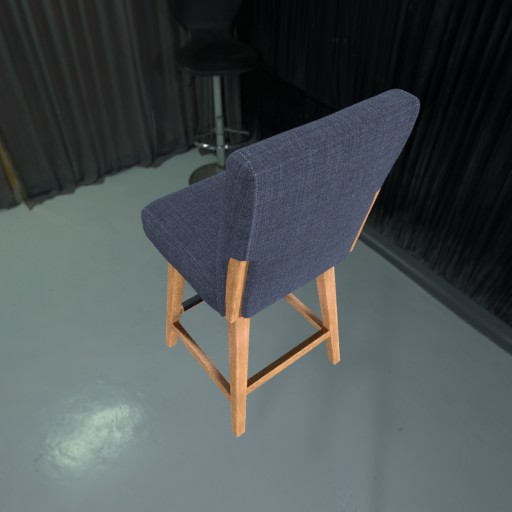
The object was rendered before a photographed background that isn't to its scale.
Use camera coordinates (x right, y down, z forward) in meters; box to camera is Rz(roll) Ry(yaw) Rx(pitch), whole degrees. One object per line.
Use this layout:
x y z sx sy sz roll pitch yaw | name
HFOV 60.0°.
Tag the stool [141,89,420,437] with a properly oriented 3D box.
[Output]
0.000 0.000 1.259 0.459 1.010 0.526 -28 50 -26 | stool
